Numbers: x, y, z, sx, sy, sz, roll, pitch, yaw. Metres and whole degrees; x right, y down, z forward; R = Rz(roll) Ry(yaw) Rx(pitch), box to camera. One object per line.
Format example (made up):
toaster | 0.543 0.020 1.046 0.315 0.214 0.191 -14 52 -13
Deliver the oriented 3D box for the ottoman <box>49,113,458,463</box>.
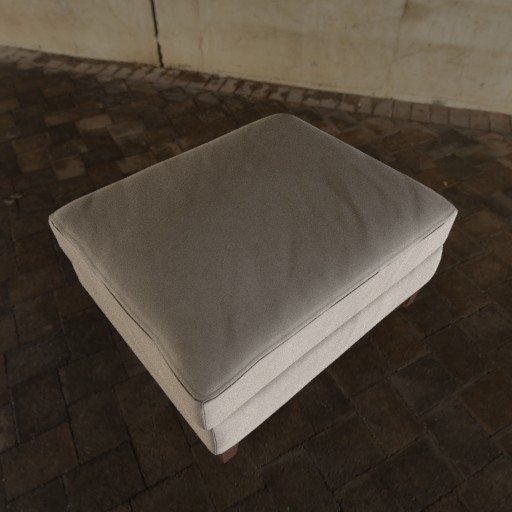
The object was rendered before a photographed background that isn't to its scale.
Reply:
ottoman | 0.000 0.000 1.487 1.002 0.492 0.836 -32 54 -27
